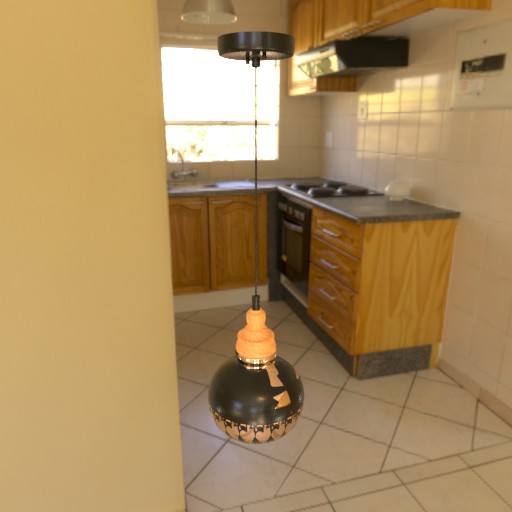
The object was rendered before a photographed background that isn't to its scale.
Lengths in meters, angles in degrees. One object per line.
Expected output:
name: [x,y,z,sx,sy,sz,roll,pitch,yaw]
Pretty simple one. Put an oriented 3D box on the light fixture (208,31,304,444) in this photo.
light fixture: [0.000,0.000,1.802,0.430,1.606,0.430,-8,18,-25]
